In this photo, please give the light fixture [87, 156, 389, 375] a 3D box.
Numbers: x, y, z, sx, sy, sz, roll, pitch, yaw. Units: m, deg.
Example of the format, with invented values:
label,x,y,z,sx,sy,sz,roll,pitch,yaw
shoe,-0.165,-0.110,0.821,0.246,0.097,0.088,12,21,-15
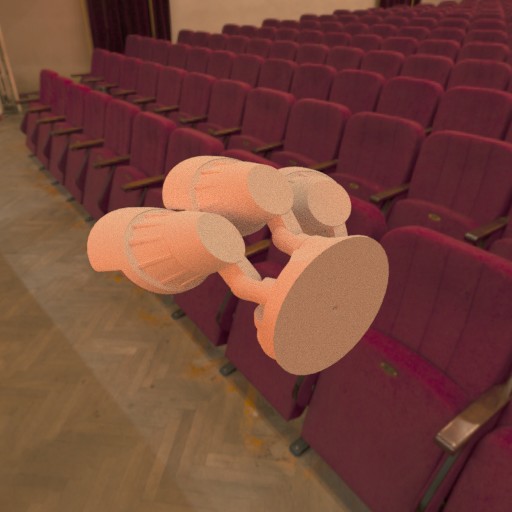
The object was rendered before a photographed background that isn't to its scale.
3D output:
label,x,y,z,sx,sy,sz,roll,pitch,yaw
light fixture,0.000,0.000,0.552,0.369,0.237,0.278,-20,36,-30
